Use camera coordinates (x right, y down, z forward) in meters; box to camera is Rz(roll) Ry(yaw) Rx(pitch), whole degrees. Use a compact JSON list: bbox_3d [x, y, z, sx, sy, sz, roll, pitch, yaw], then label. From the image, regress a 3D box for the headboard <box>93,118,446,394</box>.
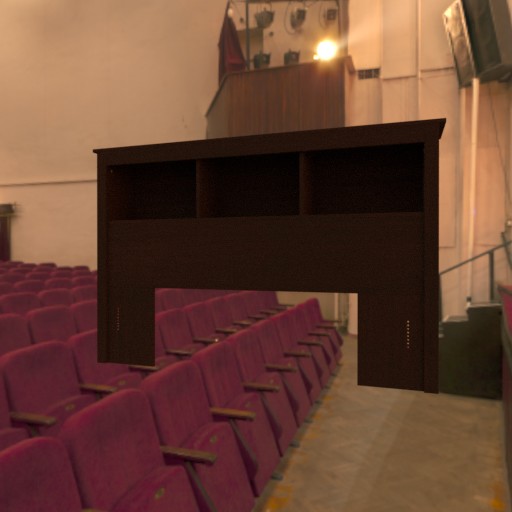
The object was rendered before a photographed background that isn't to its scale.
[{"bbox_3d":[0.000,0.000,2.143,1.671,1.092,0.279,0,0,18],"label":"headboard"}]
